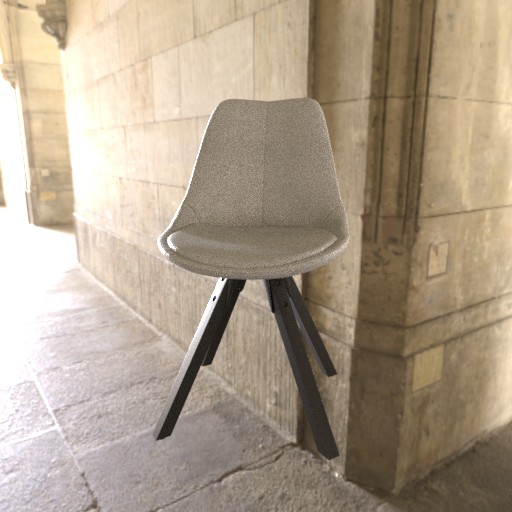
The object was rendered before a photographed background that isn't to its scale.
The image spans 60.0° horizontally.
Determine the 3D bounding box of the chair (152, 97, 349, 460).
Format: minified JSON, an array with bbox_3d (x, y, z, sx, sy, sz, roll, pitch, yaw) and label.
[{"bbox_3d":[0.000,0.000,1.191,0.485,0.850,0.550,2,14,9],"label":"chair"}]
